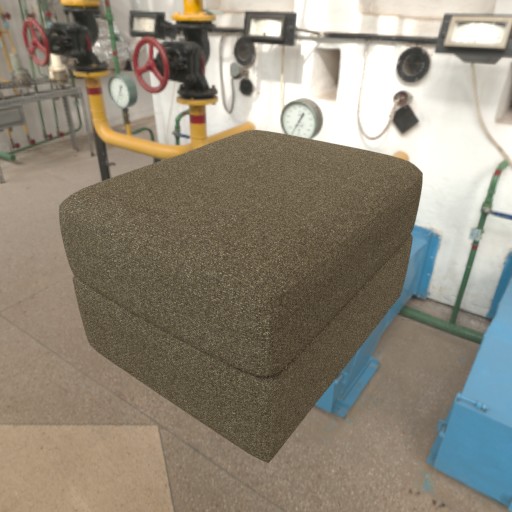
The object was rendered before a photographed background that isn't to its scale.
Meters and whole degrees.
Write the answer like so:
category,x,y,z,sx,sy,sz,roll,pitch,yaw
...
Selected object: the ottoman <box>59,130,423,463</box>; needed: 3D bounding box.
category,x,y,z,sx,sy,sz,roll,pitch,yaw
ottoman,0.000,0.000,1.149,0.598,0.476,0.742,21,37,31
